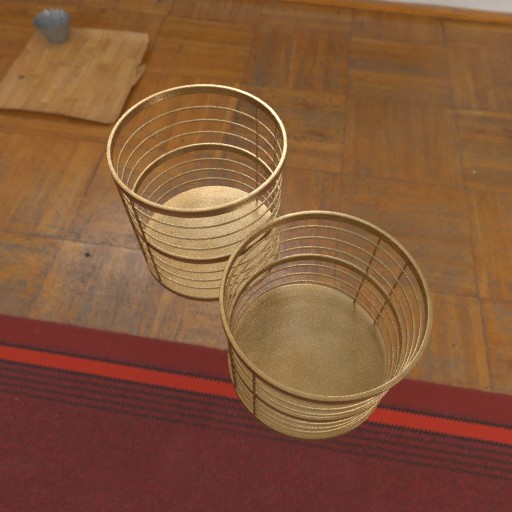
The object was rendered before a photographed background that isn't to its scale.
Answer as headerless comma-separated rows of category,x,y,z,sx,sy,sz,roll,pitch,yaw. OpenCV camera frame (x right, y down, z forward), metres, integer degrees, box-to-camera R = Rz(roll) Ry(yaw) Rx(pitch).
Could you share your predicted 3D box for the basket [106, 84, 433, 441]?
basket,0.000,0.000,0.937,0.356,0.351,0.746,-32,63,-19
